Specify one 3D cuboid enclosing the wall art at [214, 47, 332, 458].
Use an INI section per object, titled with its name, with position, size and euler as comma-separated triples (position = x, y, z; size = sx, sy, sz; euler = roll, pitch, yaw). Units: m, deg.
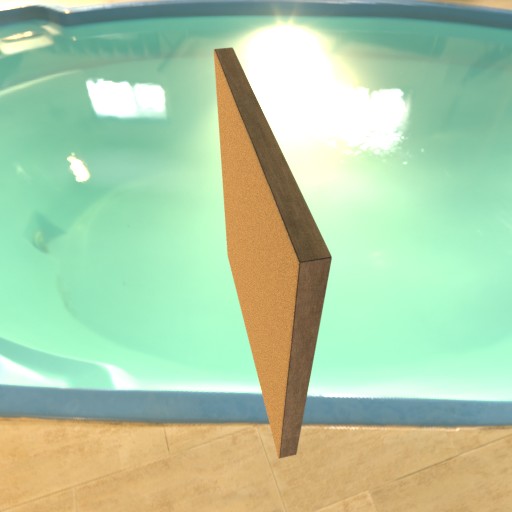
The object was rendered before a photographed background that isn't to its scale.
[wall art]
position = 0.000, 0.000, 1.136
size = 0.050, 0.751, 0.749
euler = -9, 47, -9
